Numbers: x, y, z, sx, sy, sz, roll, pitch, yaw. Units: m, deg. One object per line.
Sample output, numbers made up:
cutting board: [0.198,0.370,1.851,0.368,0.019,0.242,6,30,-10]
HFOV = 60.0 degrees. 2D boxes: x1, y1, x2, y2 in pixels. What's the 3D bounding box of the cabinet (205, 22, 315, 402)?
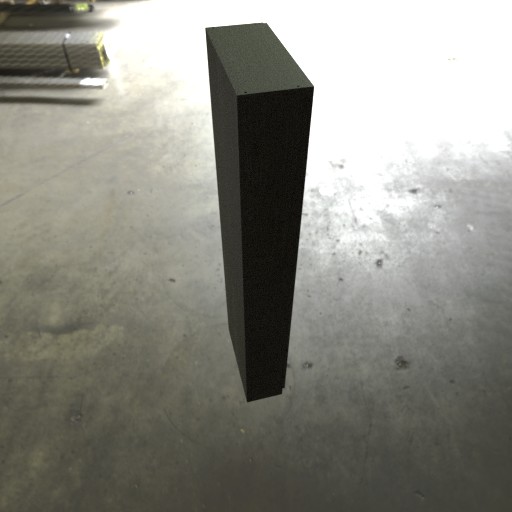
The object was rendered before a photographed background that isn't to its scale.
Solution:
cabinet: [0.000,0.000,1.998,0.230,1.790,0.500,-10,47,-10]
